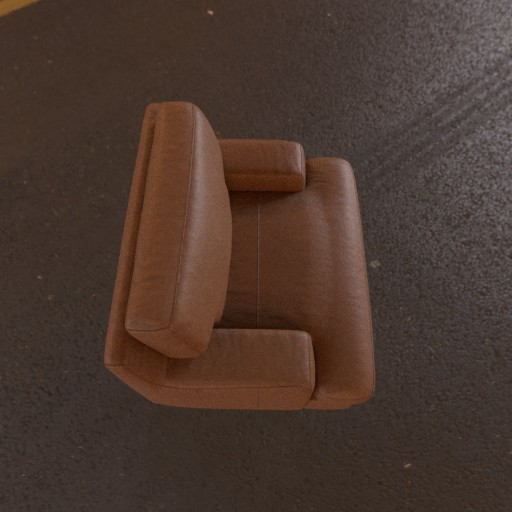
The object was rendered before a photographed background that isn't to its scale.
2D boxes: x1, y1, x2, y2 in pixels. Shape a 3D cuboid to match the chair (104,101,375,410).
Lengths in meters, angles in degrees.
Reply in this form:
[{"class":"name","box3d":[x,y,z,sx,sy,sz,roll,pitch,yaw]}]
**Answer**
[{"class":"chair","box3d":[0.000,0.000,2.050,1.050,0.978,1.276,1,63,0]}]
